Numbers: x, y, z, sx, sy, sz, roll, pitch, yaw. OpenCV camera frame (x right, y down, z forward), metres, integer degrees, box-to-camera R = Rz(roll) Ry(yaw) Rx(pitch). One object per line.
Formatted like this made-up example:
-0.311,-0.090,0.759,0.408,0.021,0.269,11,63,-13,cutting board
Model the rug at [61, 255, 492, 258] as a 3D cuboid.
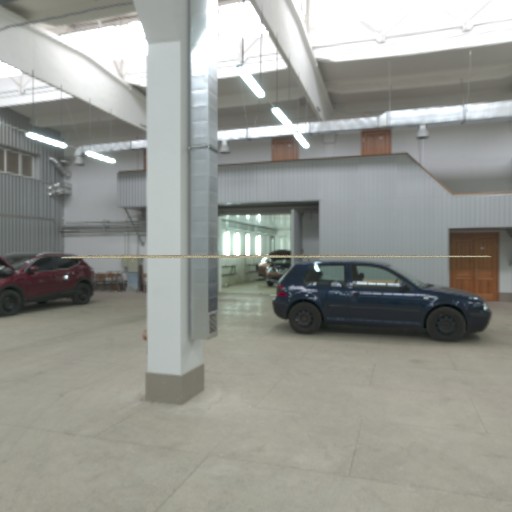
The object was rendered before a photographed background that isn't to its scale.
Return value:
0.000,0.000,3.999,2.977,0.008,2.380,0,0,-17,rug
